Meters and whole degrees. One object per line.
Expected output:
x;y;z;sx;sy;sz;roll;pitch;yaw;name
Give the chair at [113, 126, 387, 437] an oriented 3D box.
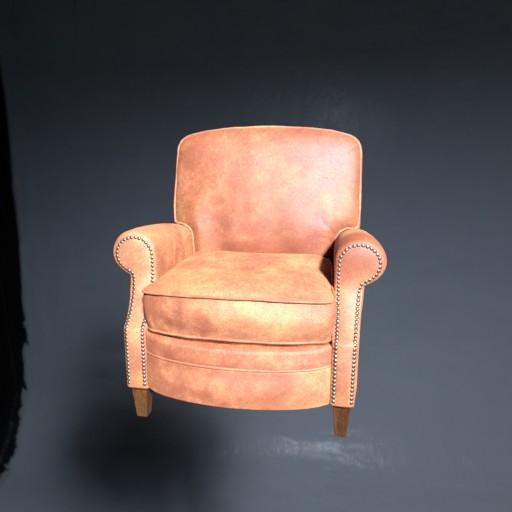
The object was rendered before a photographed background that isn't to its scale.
0.000;0.000;1.757;0.936;1.018;0.986;2;14;9;chair
